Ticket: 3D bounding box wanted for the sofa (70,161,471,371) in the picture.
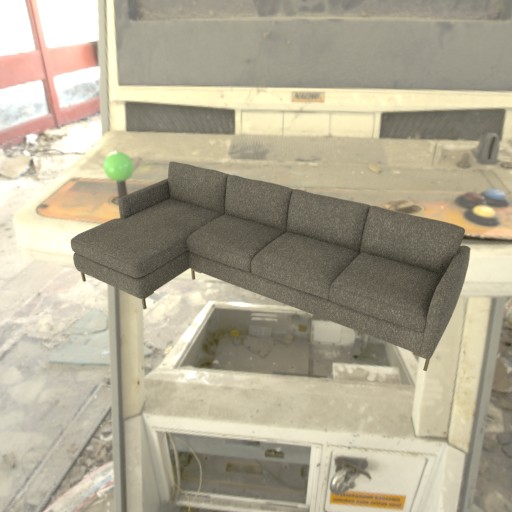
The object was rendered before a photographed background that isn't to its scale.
[{"bbox_3d":[0.000,0.000,3.520,2.932,0.810,1.350,18,34,28],"label":"sofa"}]
